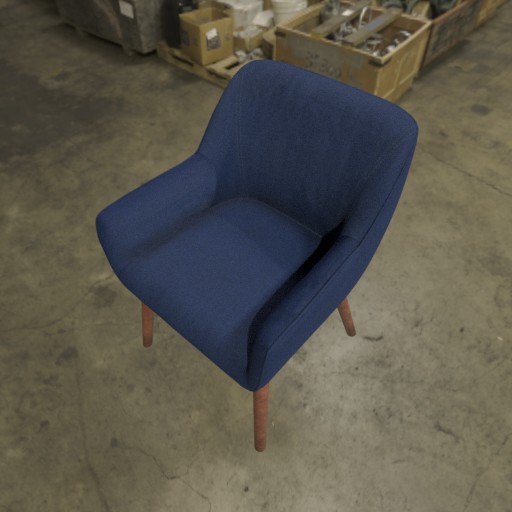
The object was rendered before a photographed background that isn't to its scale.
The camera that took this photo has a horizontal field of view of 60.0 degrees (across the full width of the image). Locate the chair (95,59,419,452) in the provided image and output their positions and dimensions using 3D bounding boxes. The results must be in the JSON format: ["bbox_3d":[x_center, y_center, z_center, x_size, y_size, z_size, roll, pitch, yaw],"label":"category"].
[{"bbox_3d":[0.000,0.000,1.242,0.600,0.820,0.600,33,55,27],"label":"chair"}]
